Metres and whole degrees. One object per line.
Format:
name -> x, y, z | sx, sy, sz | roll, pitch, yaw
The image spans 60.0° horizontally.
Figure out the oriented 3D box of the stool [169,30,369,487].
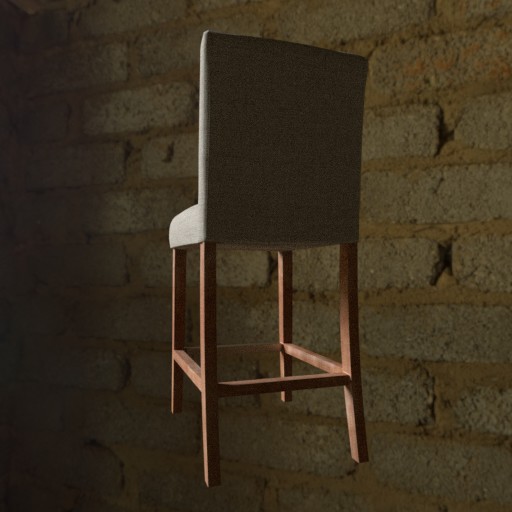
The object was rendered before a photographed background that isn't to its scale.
stool -> 0.000, 0.000, 1.315 | 0.454, 1.039, 0.567 | 0, -1, -18
